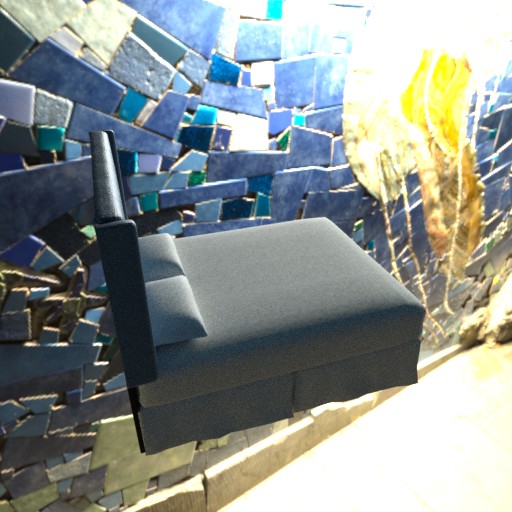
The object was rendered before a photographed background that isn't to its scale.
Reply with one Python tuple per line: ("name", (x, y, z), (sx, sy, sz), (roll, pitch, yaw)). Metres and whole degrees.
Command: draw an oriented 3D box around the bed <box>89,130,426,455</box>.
("bed", (0.000, 0.000, 3.321), (2.078, 1.665, 1.719), (-10, 32, -16))
